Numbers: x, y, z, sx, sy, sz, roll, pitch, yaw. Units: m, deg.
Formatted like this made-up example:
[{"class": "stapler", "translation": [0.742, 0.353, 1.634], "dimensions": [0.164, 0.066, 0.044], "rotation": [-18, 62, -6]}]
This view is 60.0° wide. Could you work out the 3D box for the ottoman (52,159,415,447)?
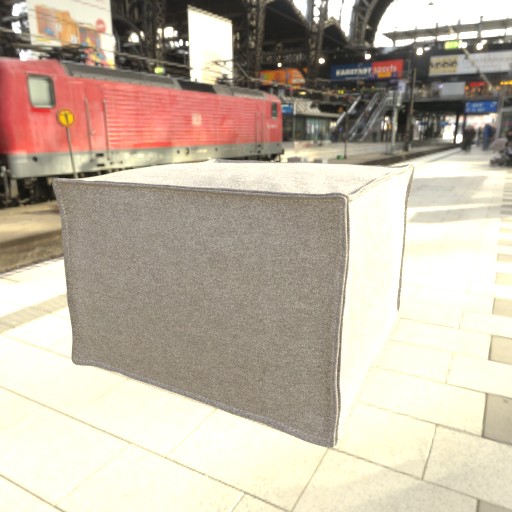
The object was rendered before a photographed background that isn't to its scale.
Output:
[{"class": "ottoman", "translation": [0.000, 0.000, 1.152], "dimensions": [0.696, 0.470, 0.707], "rotation": [8, 18, 26]}]
